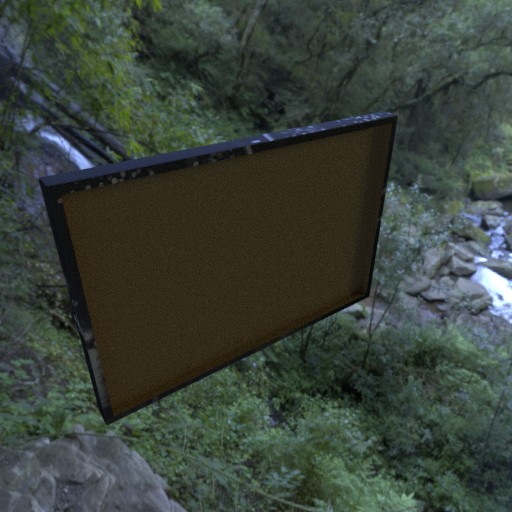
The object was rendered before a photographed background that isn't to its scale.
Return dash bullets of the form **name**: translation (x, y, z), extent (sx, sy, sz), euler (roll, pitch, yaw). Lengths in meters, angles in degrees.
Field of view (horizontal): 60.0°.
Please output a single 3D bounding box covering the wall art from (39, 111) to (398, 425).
- **wall art**: translation (0.000, 0.000, 0.768), extent (0.609, 0.406, 0.037), euler (-20, 36, -30)
